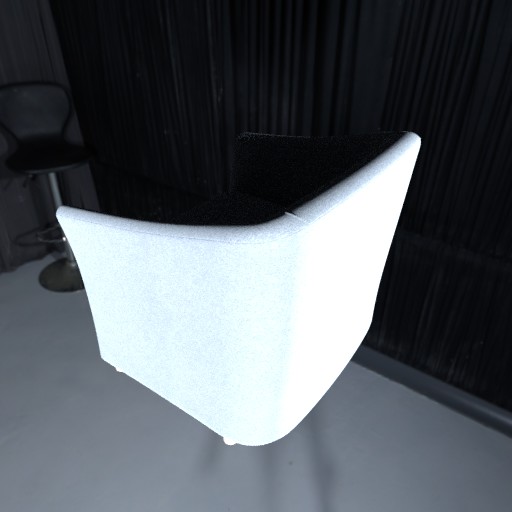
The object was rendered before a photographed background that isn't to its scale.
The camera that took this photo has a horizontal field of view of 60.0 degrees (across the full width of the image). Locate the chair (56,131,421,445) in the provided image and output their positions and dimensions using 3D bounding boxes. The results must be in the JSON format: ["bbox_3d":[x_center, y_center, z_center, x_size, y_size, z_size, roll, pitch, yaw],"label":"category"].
[{"bbox_3d":[0.000,0.000,1.324,0.700,0.720,0.790,21,38,30],"label":"chair"}]
